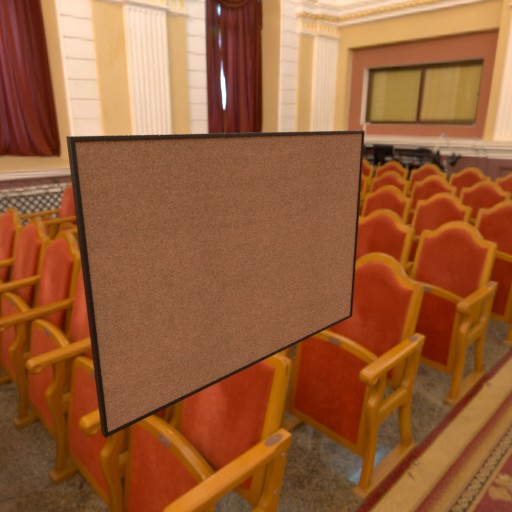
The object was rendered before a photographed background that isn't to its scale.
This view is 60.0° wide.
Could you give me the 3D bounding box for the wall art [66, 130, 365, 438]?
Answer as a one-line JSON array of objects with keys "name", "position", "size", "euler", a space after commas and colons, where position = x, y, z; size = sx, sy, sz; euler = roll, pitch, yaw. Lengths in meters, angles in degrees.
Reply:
[{"name": "wall art", "position": [0.000, 0.000, 1.231], "size": [0.957, 0.660, 0.019], "euler": [-15, 22, -41]}]
